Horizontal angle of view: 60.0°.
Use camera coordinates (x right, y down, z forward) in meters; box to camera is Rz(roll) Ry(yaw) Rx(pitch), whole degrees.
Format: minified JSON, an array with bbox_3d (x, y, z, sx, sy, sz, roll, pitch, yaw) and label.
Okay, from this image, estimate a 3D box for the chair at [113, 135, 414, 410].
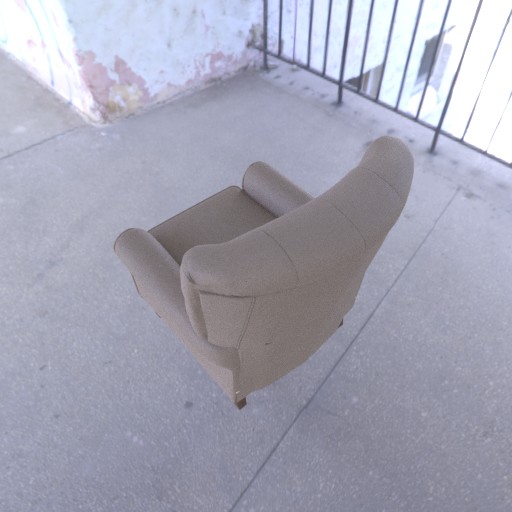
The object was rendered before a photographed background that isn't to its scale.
[{"bbox_3d":[0.000,0.000,1.958,0.999,1.138,1.041,-33,56,-26],"label":"chair"}]
